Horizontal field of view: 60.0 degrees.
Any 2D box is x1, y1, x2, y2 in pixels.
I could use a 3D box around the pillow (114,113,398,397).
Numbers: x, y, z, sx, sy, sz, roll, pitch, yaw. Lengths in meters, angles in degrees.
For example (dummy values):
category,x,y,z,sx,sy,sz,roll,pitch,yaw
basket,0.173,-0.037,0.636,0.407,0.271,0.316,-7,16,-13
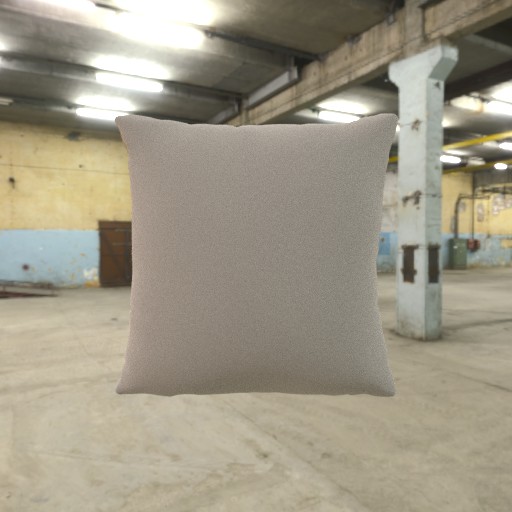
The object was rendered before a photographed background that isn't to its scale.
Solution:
category,x,y,z,sx,sy,sz,roll,pitch,yaw
pillow,0.000,0.000,0.704,0.450,0.450,0.211,0,1,0
